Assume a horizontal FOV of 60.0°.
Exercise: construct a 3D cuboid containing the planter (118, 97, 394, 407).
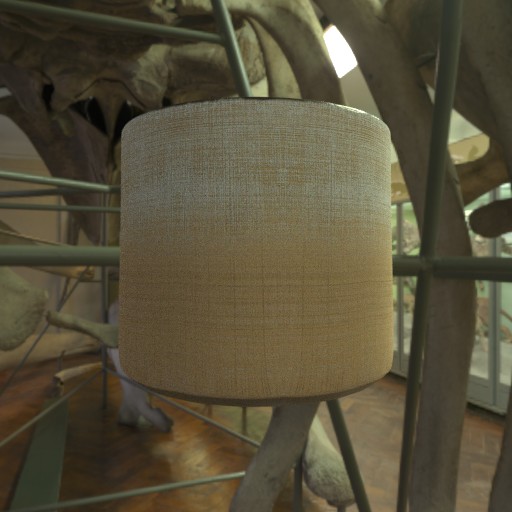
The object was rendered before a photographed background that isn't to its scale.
[{"bbox_3d":[0.000,0.000,0.428,0.254,0.221,0.254,0,0,0],"label":"planter"}]
